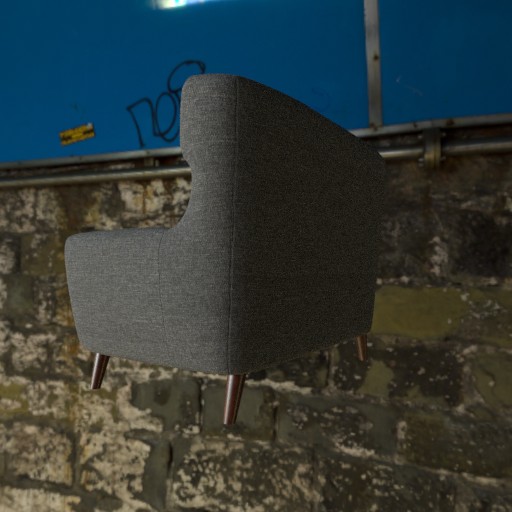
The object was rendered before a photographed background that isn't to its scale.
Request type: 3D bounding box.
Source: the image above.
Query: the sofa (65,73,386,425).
[{"bbox_3d":[0.000,0.000,1.945,0.874,1.028,1.358,-1,-2,35],"label":"sofa"}]
